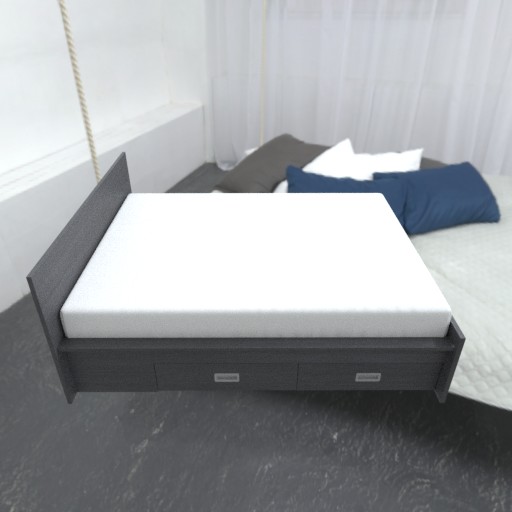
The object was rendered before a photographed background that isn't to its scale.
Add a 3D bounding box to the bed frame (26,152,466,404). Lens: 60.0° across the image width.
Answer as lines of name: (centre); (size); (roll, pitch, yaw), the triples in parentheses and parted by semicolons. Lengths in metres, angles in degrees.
bed frame: (0.000, 0.000, 2.785); (1.960, 0.800, 1.622); (0, 32, 0)
